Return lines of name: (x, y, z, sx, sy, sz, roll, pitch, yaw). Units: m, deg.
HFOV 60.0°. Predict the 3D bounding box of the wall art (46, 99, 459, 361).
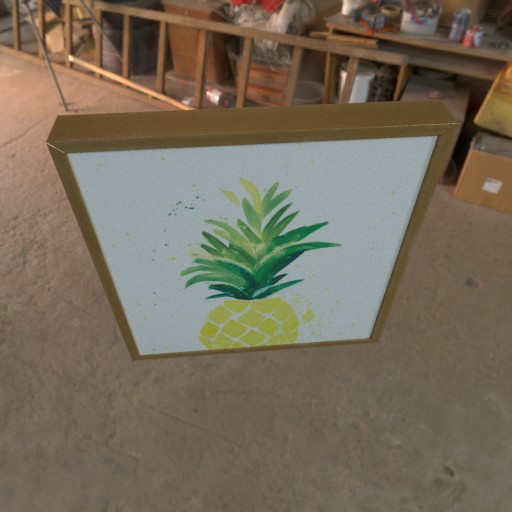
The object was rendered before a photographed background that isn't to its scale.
wall art: (0.000, 0.000, 0.450, 0.306, 0.305, 0.038, -4, 47, -3)
